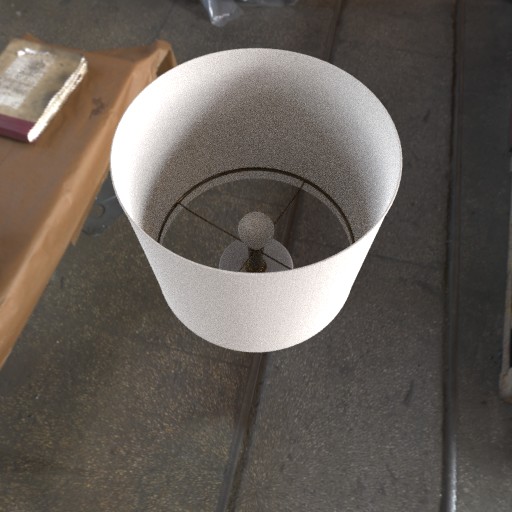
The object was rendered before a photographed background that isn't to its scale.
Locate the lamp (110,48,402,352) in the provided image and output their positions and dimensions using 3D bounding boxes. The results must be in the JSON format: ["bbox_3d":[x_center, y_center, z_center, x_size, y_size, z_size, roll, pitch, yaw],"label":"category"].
[{"bbox_3d":[0.000,0.000,0.518,0.229,0.380,0.229,0,62,0],"label":"lamp"}]
